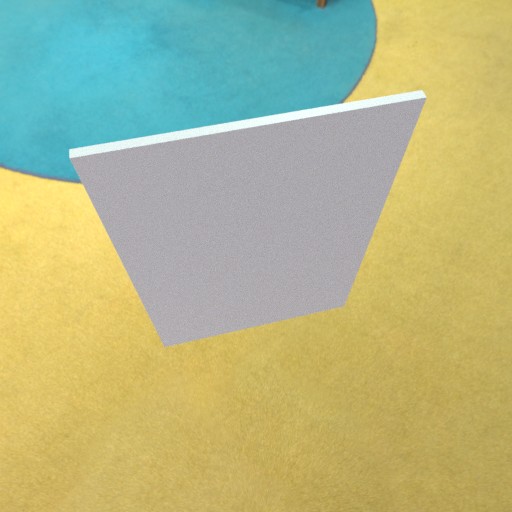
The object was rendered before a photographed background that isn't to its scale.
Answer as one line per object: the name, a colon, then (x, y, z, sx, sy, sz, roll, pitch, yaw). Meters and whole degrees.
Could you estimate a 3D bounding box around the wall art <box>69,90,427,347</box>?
wall art: (0.000, 0.000, 0.690, 0.381, 0.533, 0.013, -12, 59, -7)
